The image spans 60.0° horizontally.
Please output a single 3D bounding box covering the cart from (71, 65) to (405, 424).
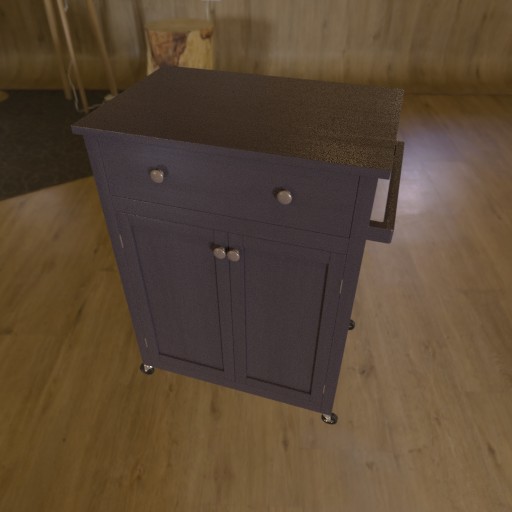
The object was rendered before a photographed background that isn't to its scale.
[{"bbox_3d":[0.000,0.000,1.289,0.690,0.878,0.449,11,41,13],"label":"cart"}]
